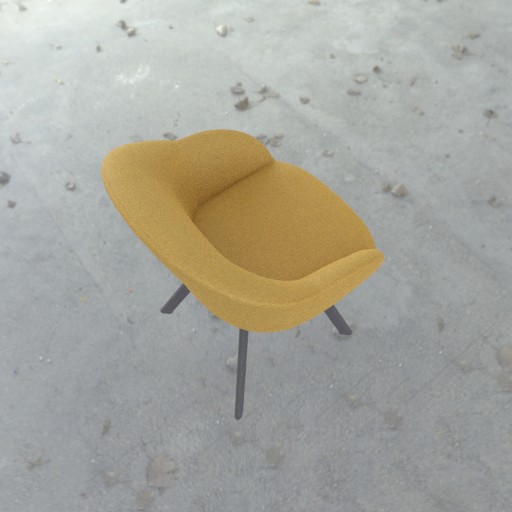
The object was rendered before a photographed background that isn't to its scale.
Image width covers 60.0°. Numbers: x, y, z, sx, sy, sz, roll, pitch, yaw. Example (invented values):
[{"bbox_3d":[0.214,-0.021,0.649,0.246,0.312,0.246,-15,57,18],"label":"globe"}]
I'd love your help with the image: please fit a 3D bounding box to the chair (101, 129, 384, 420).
[{"bbox_3d":[0.000,0.000,1.190,0.583,0.793,0.551,-32,62,-19],"label":"chair"}]
